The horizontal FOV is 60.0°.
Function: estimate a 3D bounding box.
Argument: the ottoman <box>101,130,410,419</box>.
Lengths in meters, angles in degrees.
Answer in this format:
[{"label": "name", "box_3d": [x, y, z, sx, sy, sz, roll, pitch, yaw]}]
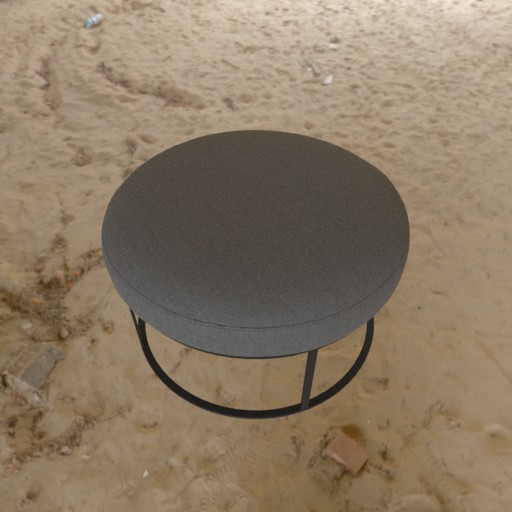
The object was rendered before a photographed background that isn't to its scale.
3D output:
[{"label": "ottoman", "box_3d": [0.000, 0.000, 1.239, 0.772, 0.460, 0.772, 0, 45, 0]}]
